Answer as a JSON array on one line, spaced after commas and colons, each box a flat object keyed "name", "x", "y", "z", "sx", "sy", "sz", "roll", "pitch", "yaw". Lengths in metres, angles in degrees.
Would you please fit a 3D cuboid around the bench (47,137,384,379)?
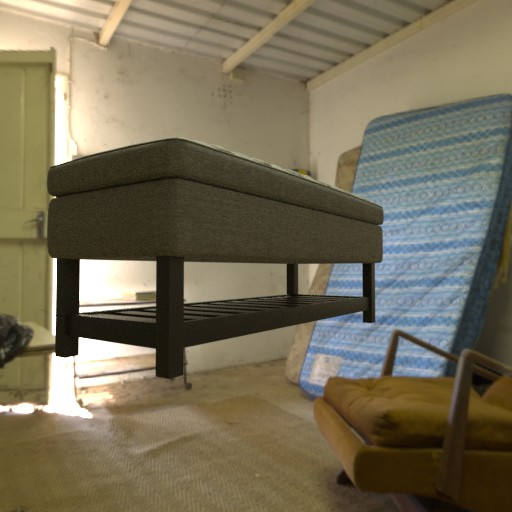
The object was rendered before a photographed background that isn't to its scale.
[{"name": "bench", "x": 0.000, "y": 0.000, "z": 1.321, "sx": 0.429, "sy": 0.470, "sz": 1.100, "roll": -1, "pitch": -2, "yaw": 35}]
